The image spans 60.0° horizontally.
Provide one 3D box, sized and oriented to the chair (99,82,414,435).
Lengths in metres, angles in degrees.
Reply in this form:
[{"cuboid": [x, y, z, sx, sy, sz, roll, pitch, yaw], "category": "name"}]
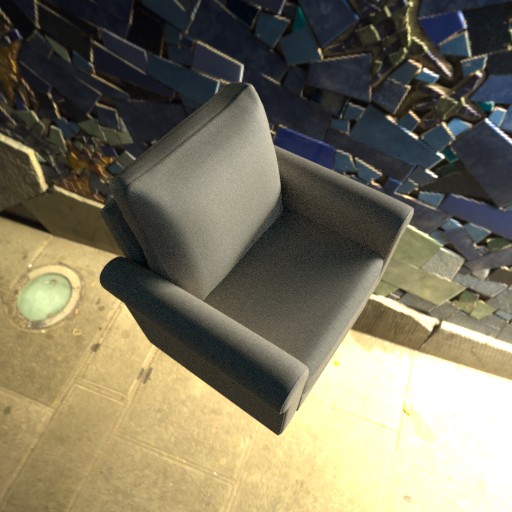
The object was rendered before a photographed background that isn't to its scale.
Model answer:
[{"cuboid": [0.000, 0.000, 2.357, 1.180, 1.349, 1.275, 30, 61, 19], "category": "chair"}]
